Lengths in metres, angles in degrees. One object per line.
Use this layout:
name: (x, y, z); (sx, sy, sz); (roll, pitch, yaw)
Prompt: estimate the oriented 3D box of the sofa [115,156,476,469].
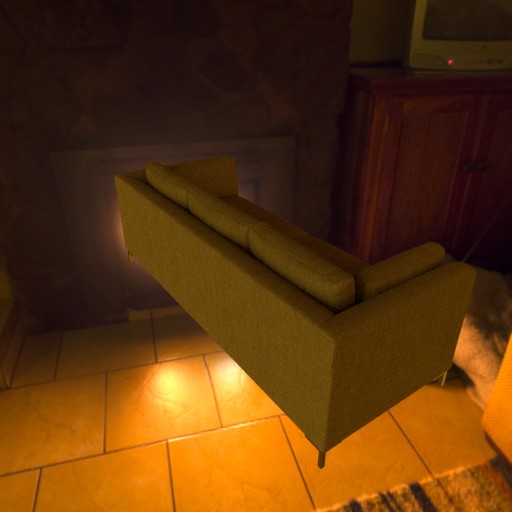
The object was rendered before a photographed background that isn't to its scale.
sofa: (0.000, 0.000, 2.913); (0.969, 0.867, 2.415); (-18, 33, -30)
